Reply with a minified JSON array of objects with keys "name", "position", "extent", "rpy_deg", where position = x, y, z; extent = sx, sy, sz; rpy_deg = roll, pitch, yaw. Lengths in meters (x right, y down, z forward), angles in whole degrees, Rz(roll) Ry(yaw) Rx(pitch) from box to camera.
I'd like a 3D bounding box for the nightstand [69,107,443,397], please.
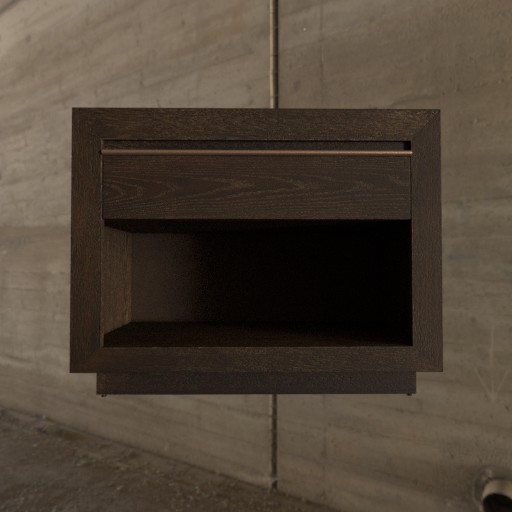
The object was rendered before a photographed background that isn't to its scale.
[{"name":"nightstand","position":[0.000,0.000,1.145],"extent":[0.775,0.612,0.457],"rpy_deg":[0,-1,-1]}]
